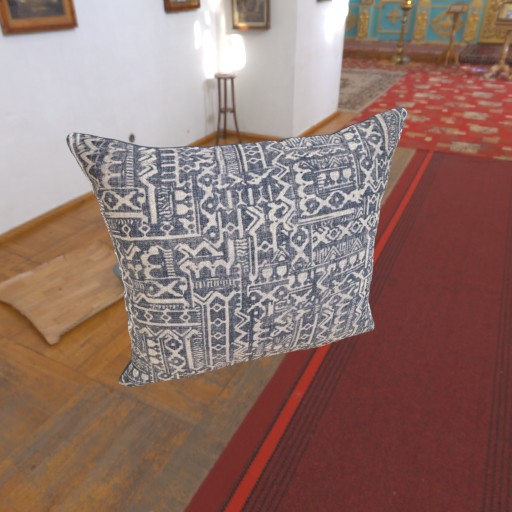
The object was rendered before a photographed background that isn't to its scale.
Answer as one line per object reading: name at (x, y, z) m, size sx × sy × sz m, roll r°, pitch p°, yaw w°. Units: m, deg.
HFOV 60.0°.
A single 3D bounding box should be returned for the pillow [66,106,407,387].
pillow at (0.000, 0.000, 0.795) m, size 0.546 × 0.487 × 0.180 m, roll -9°, pitch 32°, yaw -15°
